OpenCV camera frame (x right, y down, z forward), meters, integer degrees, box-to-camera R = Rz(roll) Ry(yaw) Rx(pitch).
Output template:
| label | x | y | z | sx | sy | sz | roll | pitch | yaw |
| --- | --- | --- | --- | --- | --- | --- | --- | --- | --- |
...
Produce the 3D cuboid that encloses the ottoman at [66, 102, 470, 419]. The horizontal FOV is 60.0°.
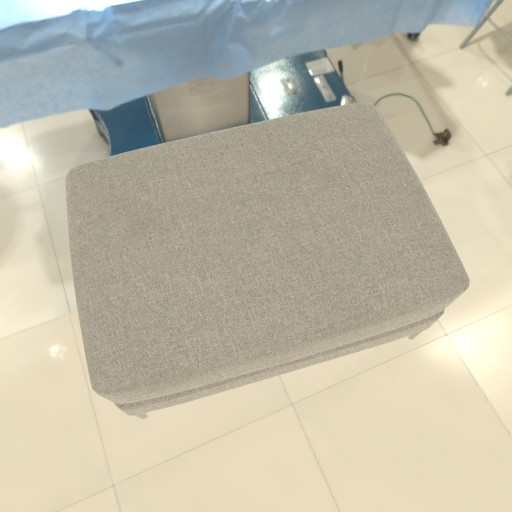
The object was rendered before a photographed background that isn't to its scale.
| label | x | y | z | sx | sy | sz | roll | pitch | yaw |
| --- | --- | --- | --- | --- | --- | --- | --- | --- | --- |
| ottoman | 0.000 | 0.000 | 1.152 | 0.838 | 0.457 | 0.584 | -15 | 65 | -7 |
